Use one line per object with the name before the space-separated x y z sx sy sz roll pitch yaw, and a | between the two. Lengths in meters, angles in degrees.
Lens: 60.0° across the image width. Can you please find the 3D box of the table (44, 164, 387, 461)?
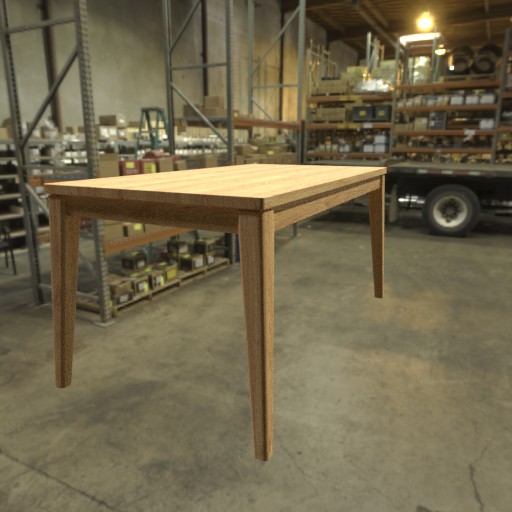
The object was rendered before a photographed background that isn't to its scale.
table | 0.000 0.000 2.075 0.900 0.760 1.600 7 16 26
